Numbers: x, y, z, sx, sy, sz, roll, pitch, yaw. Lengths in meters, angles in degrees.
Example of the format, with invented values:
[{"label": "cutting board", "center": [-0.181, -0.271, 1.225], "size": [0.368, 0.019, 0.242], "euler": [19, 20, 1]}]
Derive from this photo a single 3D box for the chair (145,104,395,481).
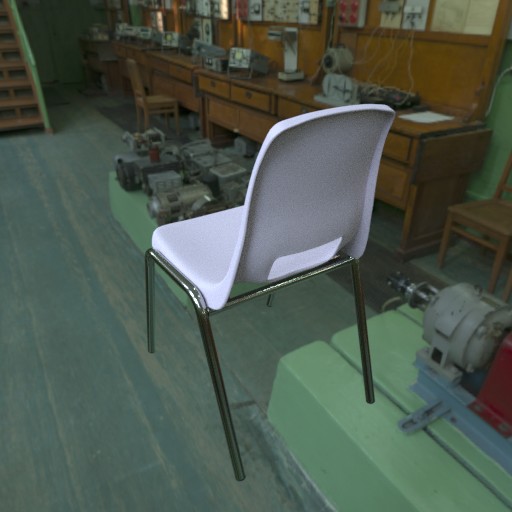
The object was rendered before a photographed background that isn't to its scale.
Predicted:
[{"label": "chair", "center": [0.000, 0.000, 0.894], "size": [0.381, 0.653, 0.436], "euler": [-18, 35, -28]}]
